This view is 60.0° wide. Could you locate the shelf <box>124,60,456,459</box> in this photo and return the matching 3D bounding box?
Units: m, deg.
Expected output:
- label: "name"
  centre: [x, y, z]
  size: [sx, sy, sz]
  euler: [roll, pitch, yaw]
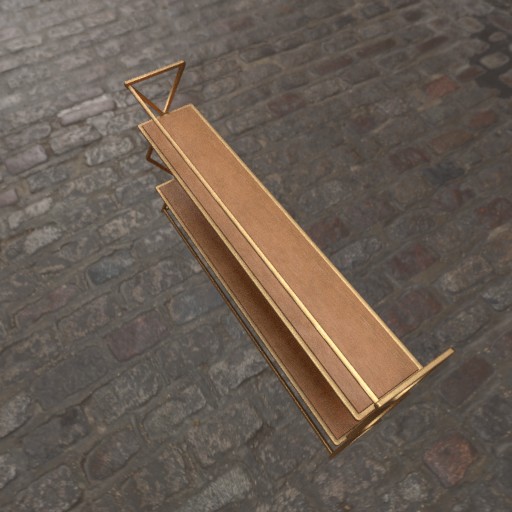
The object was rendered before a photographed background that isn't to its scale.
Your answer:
- label: "shelf"
  centre: [0.000, 0.000, 0.986]
  size: [0.150, 0.450, 0.822]
  euler: [-29, 62, -17]
